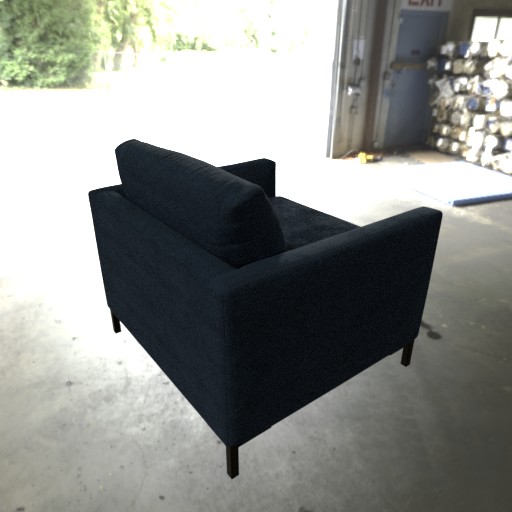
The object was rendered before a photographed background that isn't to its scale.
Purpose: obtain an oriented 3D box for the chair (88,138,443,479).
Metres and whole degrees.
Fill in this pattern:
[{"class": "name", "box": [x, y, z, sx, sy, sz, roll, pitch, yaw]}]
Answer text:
[{"class": "chair", "box": [0.000, 0.000, 1.630, 0.875, 0.812, 0.964, -18, 31, -33]}]
